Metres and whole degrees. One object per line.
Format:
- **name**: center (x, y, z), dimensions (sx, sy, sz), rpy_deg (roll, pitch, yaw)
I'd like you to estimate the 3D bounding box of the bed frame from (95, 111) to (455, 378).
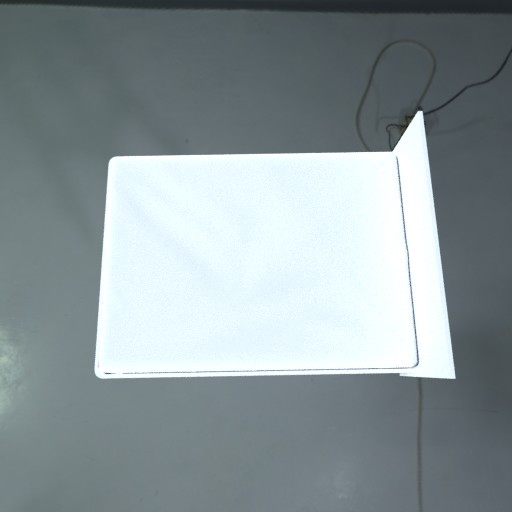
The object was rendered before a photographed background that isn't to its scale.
- **bed frame**: center (0.000, 0.000, 2.762), dimensions (1.950, 0.800, 1.490), rpy_deg (-1, 76, 0)
